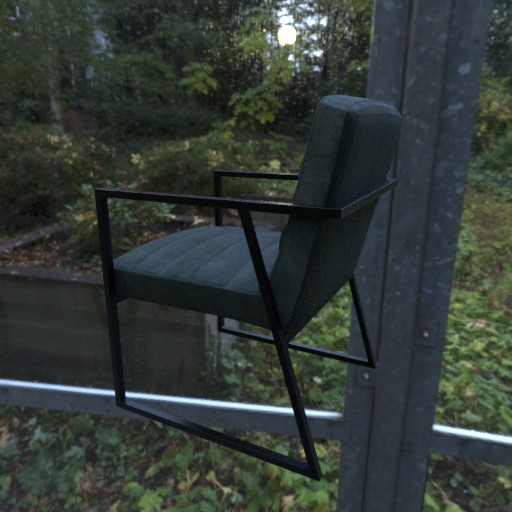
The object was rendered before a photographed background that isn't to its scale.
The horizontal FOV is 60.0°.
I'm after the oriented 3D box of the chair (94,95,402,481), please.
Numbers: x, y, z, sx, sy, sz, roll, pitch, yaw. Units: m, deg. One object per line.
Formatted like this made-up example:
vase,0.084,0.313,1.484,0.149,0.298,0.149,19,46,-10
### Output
chair,0.000,0.000,1.263,0.677,0.833,0.571,8,18,26
